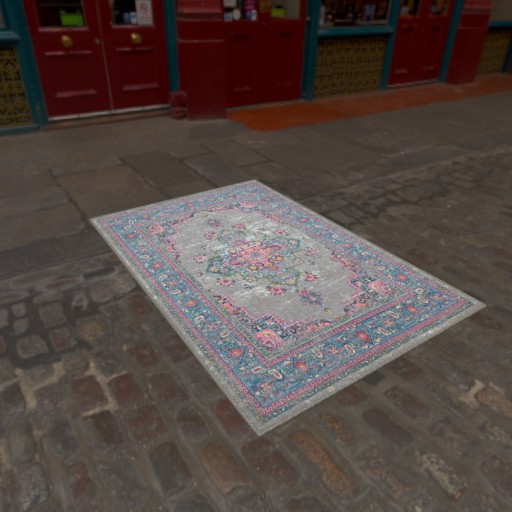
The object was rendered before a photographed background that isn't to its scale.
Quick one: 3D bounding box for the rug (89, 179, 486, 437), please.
[{"bbox_3d":[0.000,0.000,2.189,1.144,0.014,1.748,-19,35,-29],"label":"rug"}]
